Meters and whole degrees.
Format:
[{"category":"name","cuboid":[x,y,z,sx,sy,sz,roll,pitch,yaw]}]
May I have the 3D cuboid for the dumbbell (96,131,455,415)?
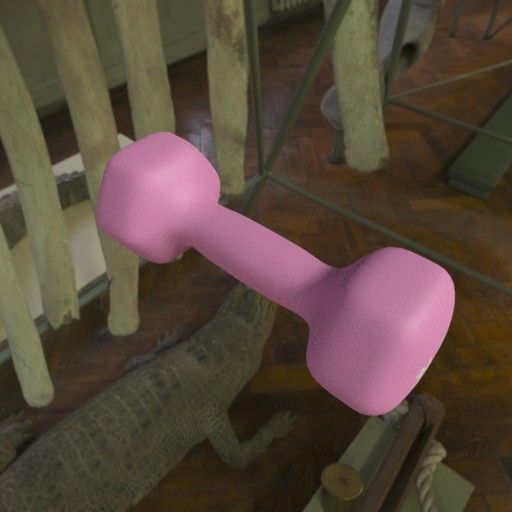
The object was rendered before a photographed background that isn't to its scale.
[{"category":"dumbbell","cuboid":[0.000,0.000,0.190,0.159,0.058,0.064,31,54,27]}]
